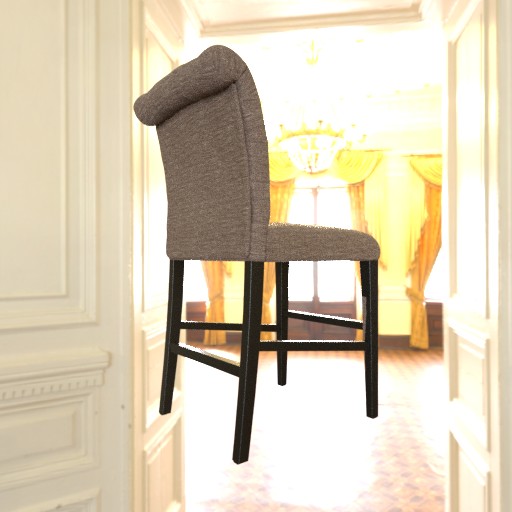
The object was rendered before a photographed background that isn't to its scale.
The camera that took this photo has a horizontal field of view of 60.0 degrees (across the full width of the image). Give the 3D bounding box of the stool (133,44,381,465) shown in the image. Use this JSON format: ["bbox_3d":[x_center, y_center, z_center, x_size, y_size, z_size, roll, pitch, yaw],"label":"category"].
[{"bbox_3d":[0.000,0.000,1.325,0.611,0.970,0.457,0,0,-37],"label":"stool"}]
